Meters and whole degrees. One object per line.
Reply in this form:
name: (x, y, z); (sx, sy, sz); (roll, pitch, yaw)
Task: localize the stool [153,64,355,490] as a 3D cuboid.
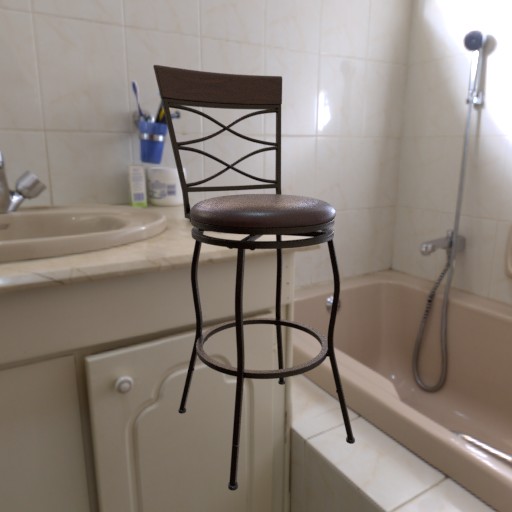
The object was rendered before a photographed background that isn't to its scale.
stool: (0.000, 0.000, 1.363); (0.448, 1.130, 0.513); (-7, 15, -28)
